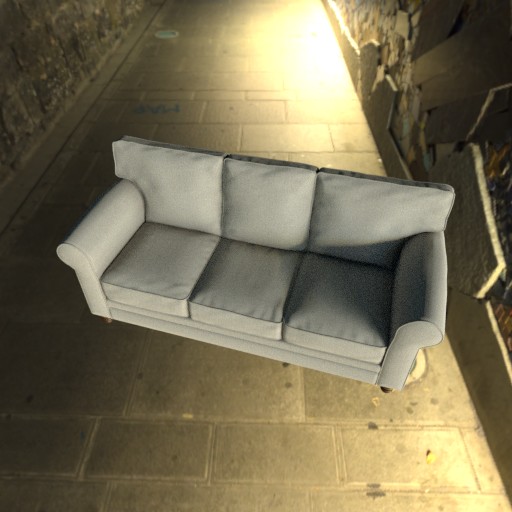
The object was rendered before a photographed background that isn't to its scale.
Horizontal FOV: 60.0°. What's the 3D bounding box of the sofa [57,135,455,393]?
[{"bbox_3d":[0.000,0.000,2.645,2.084,0.961,0.916,11,44,12],"label":"sofa"}]
